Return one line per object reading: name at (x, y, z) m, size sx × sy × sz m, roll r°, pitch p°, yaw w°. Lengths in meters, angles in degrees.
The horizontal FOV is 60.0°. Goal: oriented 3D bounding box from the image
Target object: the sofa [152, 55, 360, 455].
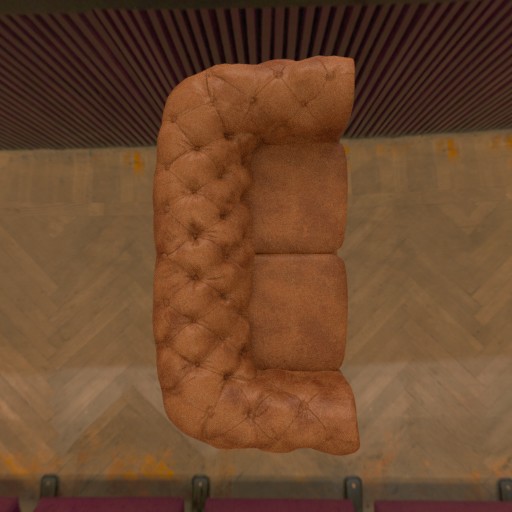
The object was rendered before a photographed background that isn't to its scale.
sofa at (0.000, 0.000, 2.538) m, size 1.042 × 0.877 × 1.979 m, roll 0°, pitch 90°, yaw 2°
